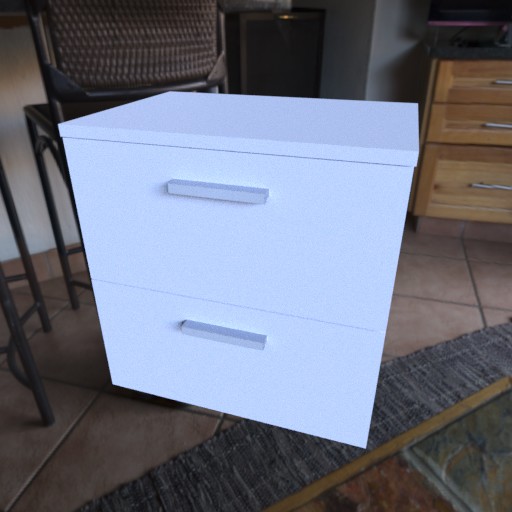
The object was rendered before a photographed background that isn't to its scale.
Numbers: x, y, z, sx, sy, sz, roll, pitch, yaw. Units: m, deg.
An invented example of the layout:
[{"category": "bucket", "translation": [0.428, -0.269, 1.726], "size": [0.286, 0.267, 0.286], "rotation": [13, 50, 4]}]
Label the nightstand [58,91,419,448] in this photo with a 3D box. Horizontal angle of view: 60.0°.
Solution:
[{"category": "nightstand", "translation": [0.000, 0.000, 0.741], "size": [0.441, 0.460, 0.325], "rotation": [9, 29, 16]}]
